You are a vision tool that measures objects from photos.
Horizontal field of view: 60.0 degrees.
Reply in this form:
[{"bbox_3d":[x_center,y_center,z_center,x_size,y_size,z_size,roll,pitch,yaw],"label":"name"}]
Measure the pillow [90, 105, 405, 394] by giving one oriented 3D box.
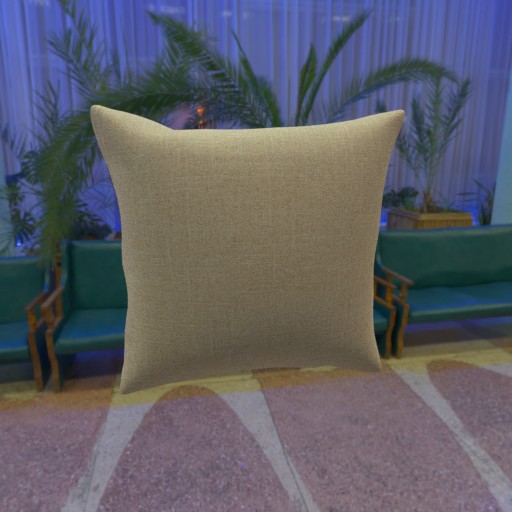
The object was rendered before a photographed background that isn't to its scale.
[{"bbox_3d":[0.000,0.000,0.626,0.414,0.399,0.173,-2,15,-9],"label":"pillow"}]
